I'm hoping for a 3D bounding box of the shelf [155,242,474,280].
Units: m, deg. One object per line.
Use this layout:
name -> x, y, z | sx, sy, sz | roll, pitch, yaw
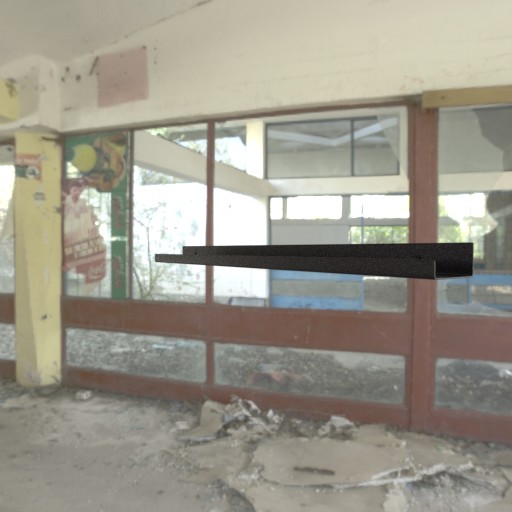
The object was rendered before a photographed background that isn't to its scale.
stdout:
shelf -> 0.000, 0.000, 0.967 | 0.092, 0.049, 0.924 | -1, 1, -35
